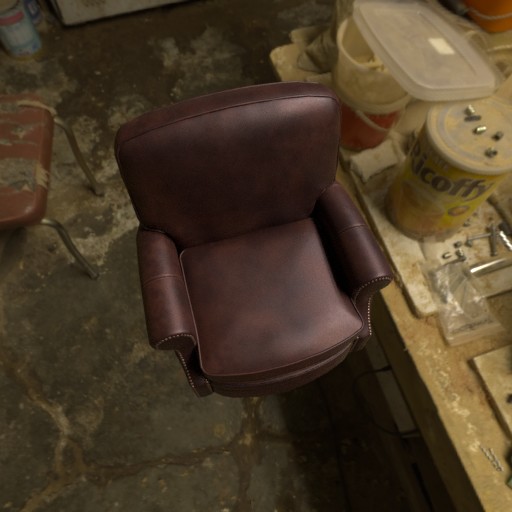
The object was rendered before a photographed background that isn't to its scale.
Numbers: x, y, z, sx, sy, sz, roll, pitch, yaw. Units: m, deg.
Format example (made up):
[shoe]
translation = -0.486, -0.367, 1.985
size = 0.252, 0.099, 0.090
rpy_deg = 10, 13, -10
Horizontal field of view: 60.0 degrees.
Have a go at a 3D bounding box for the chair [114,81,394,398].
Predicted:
[chair]
translation = 0.000, 0.000, 1.793
size = 0.936, 1.018, 0.986
rpy_deg = -15, 65, -7
